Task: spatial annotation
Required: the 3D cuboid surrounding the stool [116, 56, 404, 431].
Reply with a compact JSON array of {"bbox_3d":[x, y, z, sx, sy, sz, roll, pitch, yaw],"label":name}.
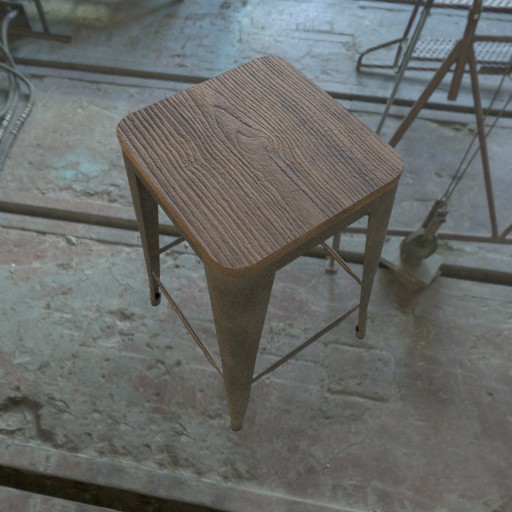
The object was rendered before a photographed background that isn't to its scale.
[{"bbox_3d":[0.000,0.000,0.892,0.407,0.607,0.407,-31,63,-18],"label":"stool"}]
